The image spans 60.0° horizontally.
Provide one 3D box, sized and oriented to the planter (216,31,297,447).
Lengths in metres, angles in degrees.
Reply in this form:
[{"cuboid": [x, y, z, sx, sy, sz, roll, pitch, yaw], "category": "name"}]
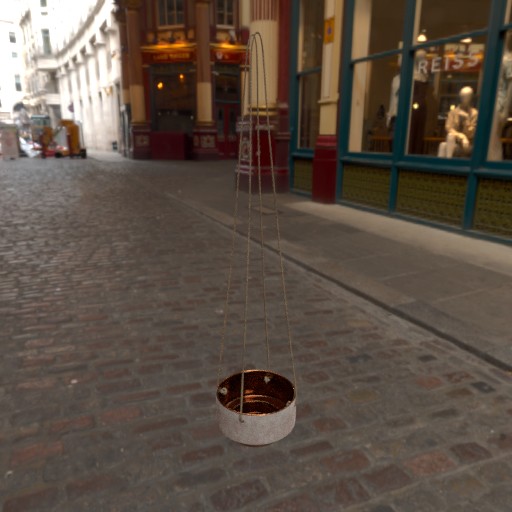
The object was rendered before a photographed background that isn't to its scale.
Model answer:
[{"cuboid": [0.000, 0.000, 1.122, 0.223, 1.030, 0.223, -8, 18, -25], "category": "planter"}]
